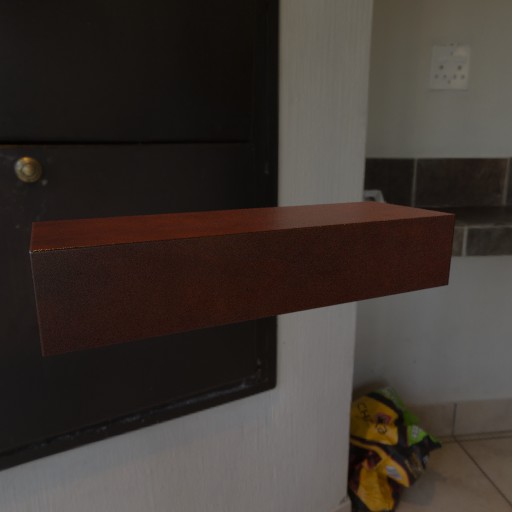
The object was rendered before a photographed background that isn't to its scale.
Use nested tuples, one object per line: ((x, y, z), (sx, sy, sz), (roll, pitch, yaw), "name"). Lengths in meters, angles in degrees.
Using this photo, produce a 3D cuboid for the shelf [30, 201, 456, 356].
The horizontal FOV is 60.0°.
((0.000, 0.000, 0.513), (0.457, 0.088, 0.152), (-6, 15, -25), "shelf")
